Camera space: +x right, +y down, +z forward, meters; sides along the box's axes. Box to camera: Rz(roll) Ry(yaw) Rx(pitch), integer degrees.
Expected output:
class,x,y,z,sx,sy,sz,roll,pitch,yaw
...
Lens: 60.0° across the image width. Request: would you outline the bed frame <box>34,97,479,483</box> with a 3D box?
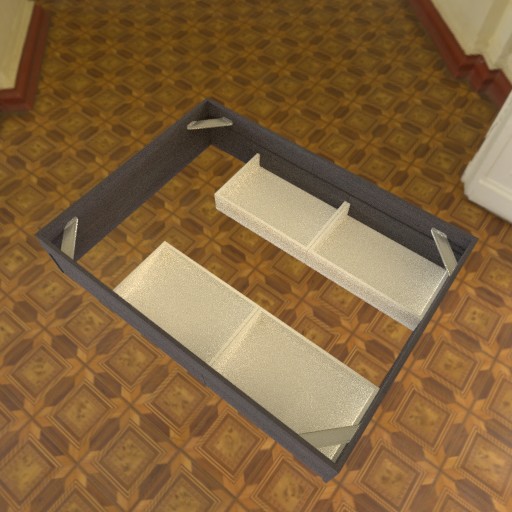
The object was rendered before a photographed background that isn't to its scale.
class,x,y,z,sx,sy,sz,roll,pitch,yaw
bed frame,0.000,0.000,2.579,1.944,0.459,1.448,33,63,19
